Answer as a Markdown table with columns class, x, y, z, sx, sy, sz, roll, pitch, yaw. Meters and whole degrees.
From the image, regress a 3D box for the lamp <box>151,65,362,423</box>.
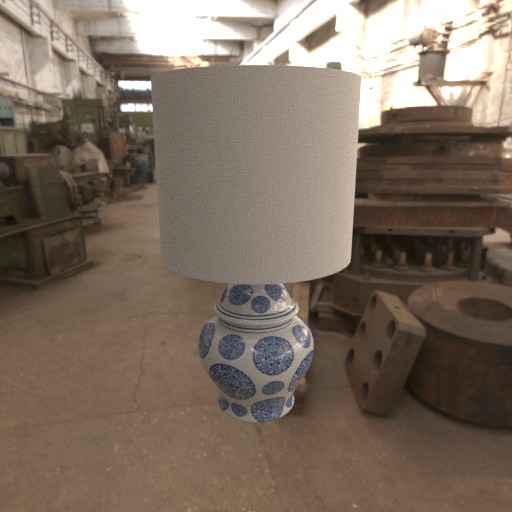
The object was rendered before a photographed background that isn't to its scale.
| class | x | y | z | sx | sy | sz | roll | pitch | yaw |
| --- | --- | --- | --- | --- | --- | --- | --- | --- | --- |
| lamp | 0.000 | 0.000 | 0.513 | 0.215 | 0.381 | 0.215 | -2 | 16 | -8 |
